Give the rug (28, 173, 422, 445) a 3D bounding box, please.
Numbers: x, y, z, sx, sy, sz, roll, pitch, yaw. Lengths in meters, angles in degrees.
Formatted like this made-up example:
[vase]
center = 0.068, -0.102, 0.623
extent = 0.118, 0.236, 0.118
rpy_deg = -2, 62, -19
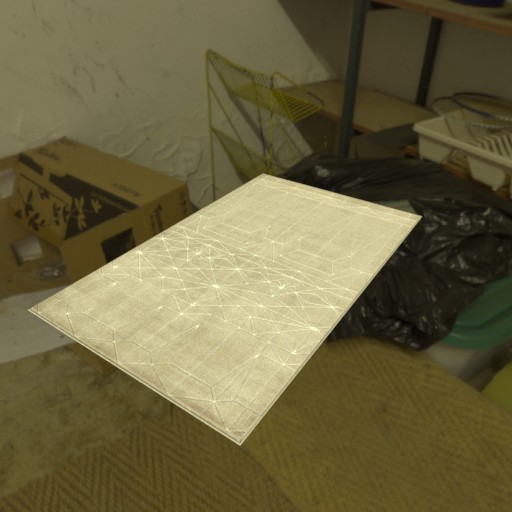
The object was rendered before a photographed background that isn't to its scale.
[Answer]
[rug]
center = 0.000, 0.000, 3.044
extent = 1.524, 0.012, 2.438
rpy_deg = 21, 39, 28
